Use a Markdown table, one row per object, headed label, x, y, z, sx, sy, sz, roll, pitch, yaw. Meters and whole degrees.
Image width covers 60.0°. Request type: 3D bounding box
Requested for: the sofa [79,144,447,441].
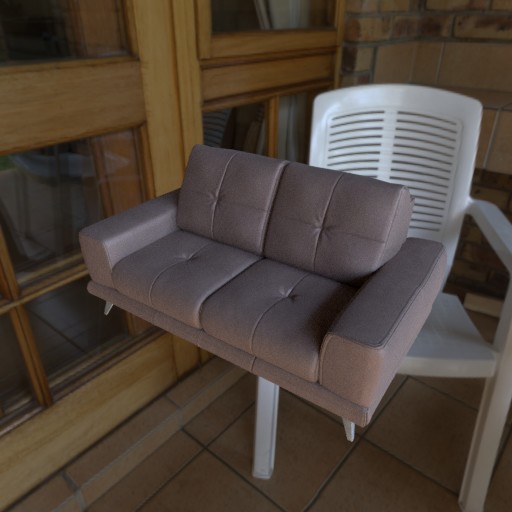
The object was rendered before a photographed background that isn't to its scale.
| label | x | y | z | sx | sy | sz | roll | pitch | yaw |
| --- | --- | --- | --- | --- | --- | --- | --- | --- | --- |
| sofa | 0.000 | 0.000 | 2.431 | 1.806 | 0.907 | 1.018 | 18 | 34 | 29 |
